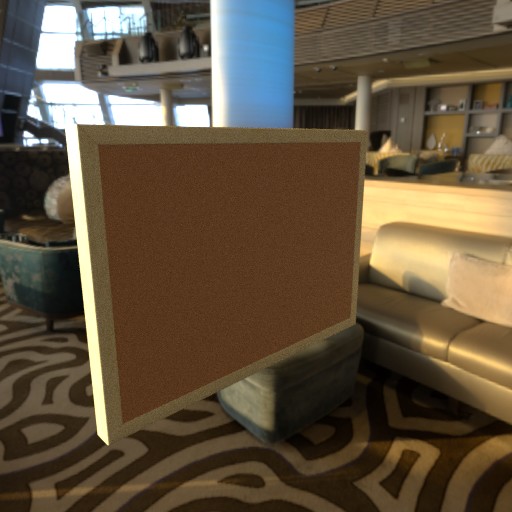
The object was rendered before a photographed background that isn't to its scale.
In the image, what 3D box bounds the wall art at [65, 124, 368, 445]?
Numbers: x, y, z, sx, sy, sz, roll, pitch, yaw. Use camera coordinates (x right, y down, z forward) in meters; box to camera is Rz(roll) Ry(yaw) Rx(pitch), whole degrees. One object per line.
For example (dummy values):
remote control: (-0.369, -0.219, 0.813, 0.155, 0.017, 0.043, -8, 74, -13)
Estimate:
wall art: (0.000, 0.000, 0.686, 0.533, 0.381, 0.032, -14, 20, -42)
